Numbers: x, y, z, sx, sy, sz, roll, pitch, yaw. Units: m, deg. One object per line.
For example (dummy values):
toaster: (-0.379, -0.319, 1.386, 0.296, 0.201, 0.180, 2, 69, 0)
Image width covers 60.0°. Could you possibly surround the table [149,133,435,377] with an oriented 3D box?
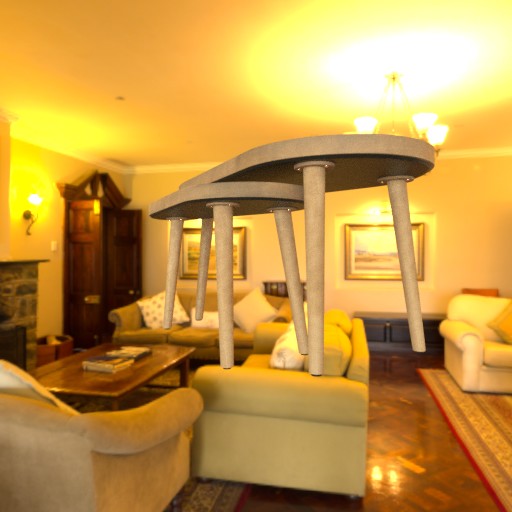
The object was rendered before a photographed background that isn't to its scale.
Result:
table: (0.000, 0.000, 1.559, 0.701, 0.595, 1.190, 0, 0, -36)
